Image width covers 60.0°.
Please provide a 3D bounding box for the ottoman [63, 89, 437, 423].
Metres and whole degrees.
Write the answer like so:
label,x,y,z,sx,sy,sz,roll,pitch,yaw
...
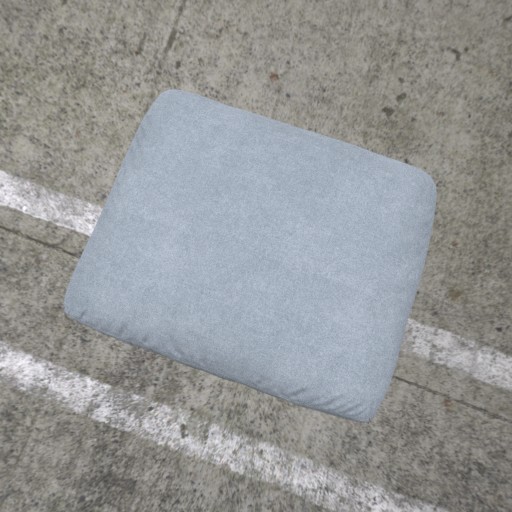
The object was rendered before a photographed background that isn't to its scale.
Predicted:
label,x,y,z,sx,sy,sz,roll,pitch,yaw
ottoman,0.000,0.000,1.252,0.837,0.481,0.683,19,77,5
